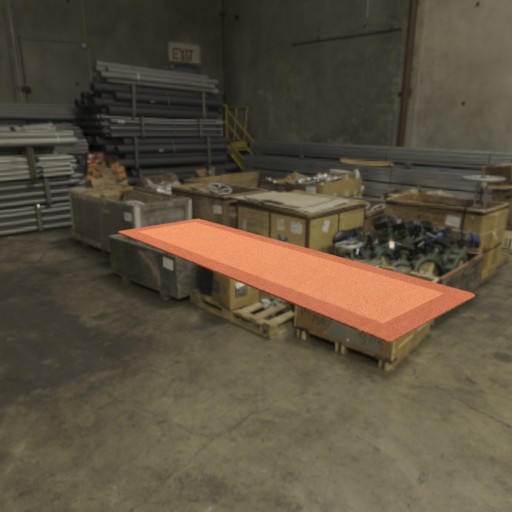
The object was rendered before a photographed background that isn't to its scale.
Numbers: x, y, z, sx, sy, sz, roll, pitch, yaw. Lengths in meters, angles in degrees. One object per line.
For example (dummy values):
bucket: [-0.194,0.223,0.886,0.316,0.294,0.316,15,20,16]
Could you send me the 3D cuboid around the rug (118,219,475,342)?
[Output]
rug: [0.000,0.000,2.813,0.914,0.013,2.471,-16,23,-42]
